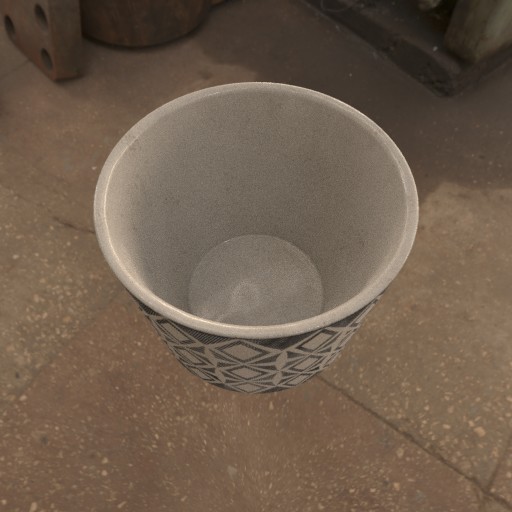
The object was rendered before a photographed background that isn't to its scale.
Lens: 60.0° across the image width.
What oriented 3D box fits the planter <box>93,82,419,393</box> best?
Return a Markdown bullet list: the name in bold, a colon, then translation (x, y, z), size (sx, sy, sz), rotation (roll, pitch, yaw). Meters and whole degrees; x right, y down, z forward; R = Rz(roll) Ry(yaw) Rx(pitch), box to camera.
- **planter**: translation (0.000, 0.000, 0.453), size (0.260, 0.220, 0.260), rotation (0, 59, 0)
